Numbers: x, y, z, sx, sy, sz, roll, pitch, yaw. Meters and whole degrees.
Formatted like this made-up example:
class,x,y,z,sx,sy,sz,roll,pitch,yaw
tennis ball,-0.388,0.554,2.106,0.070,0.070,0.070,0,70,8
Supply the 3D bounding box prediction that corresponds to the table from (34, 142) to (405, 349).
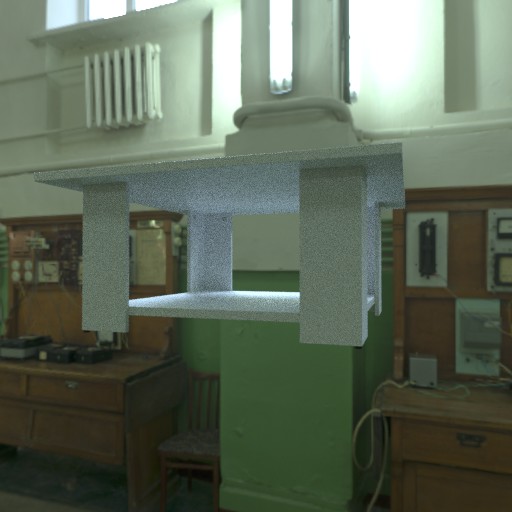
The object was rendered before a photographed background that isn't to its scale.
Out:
class,x,y,z,sx,sy,sz,roll,pitch,yaw
table,0.000,0.000,1.054,0.670,0.305,0.670,0,-1,19
